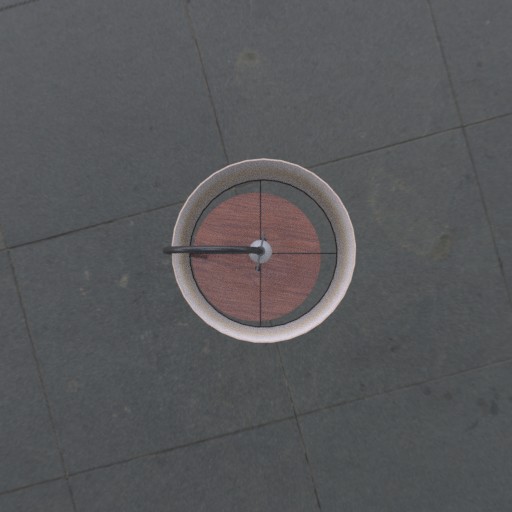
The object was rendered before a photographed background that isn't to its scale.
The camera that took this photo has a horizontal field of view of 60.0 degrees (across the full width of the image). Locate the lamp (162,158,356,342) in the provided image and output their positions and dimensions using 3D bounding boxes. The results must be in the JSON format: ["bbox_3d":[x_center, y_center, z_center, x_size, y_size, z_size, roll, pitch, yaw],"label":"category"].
[{"bbox_3d":[0.000,0.000,1.802,0.573,1.517,0.573,0,89,1],"label":"lamp"}]
